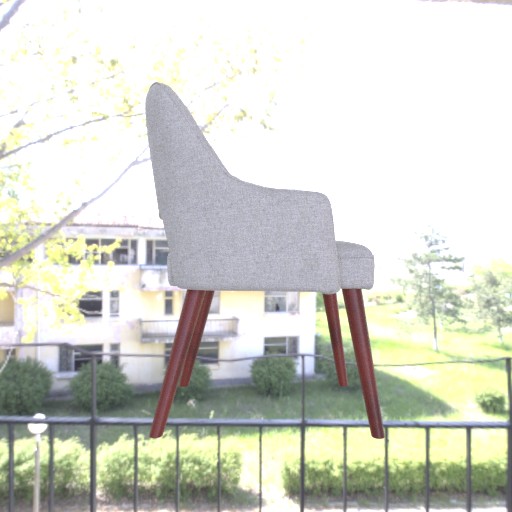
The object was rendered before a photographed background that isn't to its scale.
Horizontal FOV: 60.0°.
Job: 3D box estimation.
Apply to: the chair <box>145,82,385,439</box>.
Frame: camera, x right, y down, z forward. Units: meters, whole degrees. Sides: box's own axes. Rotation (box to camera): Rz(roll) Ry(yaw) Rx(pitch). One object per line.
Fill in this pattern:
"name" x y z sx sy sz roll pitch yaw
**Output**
"chair" 0.000 0.000 1.250 0.605 0.849 0.548 0 0 0
